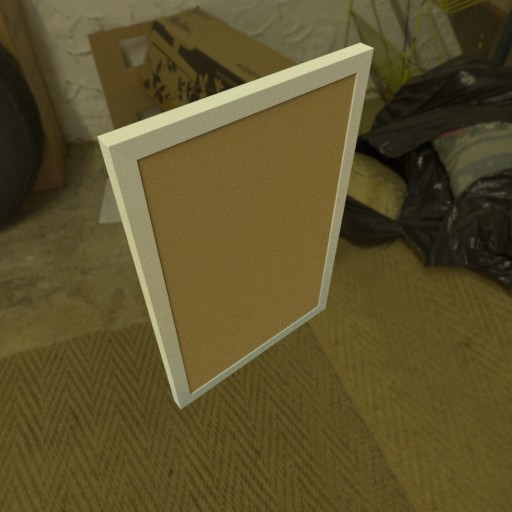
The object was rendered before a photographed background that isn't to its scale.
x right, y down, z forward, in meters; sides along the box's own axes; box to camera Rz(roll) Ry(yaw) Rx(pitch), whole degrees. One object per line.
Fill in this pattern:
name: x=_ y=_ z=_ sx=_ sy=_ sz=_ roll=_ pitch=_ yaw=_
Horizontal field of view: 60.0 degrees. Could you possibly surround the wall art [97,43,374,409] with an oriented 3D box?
wall art: x=0.000 y=0.000 z=1.154 sx=0.612 sy=0.915 sz=0.039 roll=-30 pitch=53 yaw=-25
